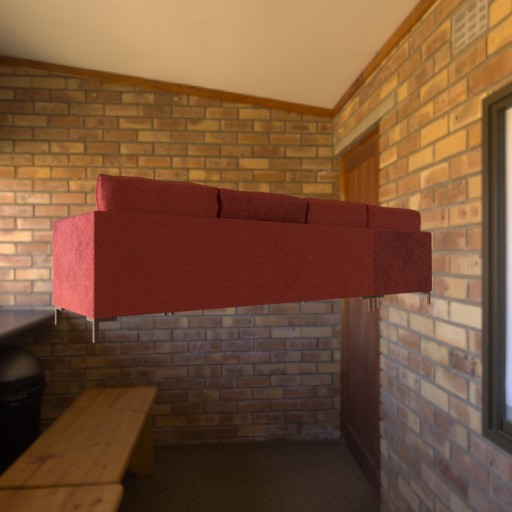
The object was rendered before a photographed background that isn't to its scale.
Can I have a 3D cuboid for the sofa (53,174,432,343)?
[{"bbox_3d":[0.000,0.000,4.039,3.400,0.967,1.500,0,0,-37],"label":"sofa"}]
